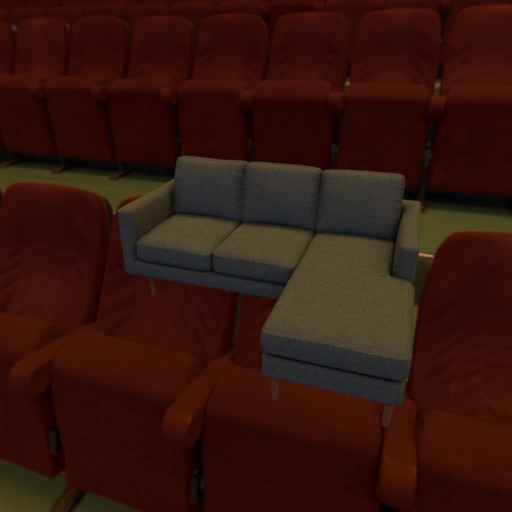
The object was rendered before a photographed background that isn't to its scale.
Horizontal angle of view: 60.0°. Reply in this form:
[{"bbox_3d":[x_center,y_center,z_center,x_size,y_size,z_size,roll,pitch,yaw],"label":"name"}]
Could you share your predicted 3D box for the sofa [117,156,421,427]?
[{"bbox_3d":[0.000,0.000,2.993,2.055,0.957,1.667,8,27,17],"label":"sofa"}]
